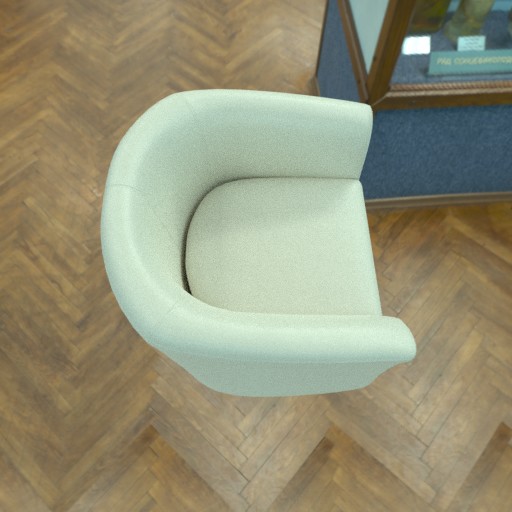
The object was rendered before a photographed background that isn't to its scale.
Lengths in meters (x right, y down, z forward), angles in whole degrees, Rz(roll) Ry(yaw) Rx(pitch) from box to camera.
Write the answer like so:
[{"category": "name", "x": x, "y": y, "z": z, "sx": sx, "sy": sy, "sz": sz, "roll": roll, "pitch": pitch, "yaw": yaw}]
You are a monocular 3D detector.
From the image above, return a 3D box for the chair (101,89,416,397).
[{"category": "chair", "x": 0.000, "y": 0.000, "z": 1.374, "sx": 0.727, "sy": 0.756, "sz": 0.792, "roll": -1, "pitch": 63, "yaw": -1}]
